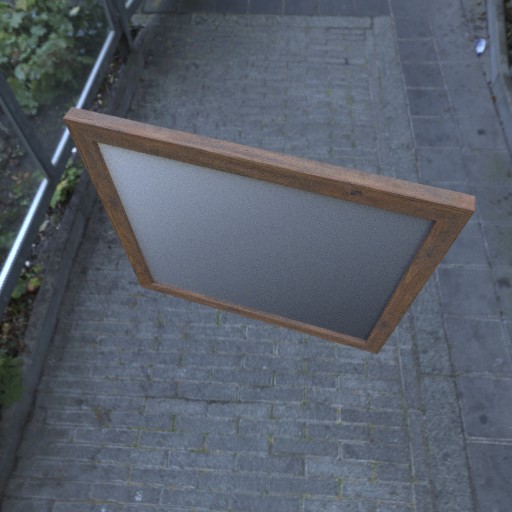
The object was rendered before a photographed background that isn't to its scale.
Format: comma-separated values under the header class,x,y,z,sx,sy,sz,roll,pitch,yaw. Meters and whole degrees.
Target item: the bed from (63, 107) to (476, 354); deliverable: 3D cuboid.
class,x,y,z,sx,sy,sz,roll,pitch,yaw
bed,0.000,0.000,1.490,1.046,0.942,0.046,15,59,9
